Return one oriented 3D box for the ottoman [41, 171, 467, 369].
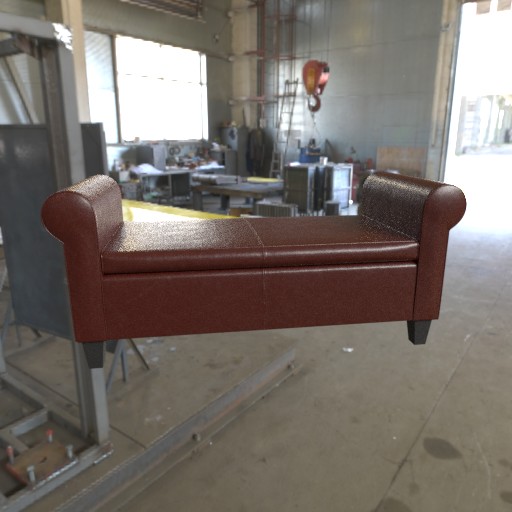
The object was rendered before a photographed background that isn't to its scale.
[{"bbox_3d":[0.000,0.000,1.582,1.256,0.547,0.521,-2,16,-8],"label":"ottoman"}]
